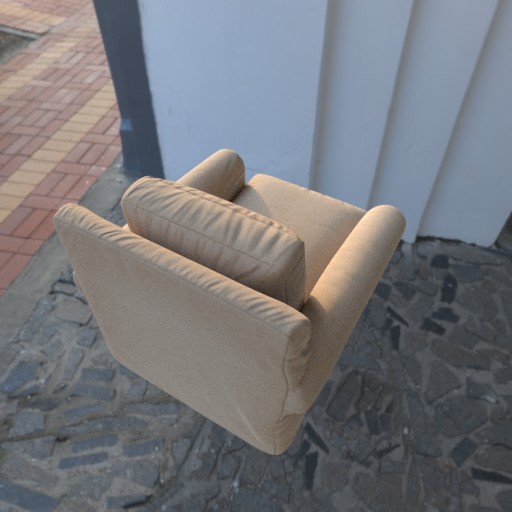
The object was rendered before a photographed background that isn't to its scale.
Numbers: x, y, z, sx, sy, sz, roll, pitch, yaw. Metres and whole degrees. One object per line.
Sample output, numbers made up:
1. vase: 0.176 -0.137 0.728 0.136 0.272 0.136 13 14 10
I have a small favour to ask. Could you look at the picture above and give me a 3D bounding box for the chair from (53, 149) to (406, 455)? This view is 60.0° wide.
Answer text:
1. chair: 0.000 0.000 1.744 0.940 0.866 1.066 24 51 21
